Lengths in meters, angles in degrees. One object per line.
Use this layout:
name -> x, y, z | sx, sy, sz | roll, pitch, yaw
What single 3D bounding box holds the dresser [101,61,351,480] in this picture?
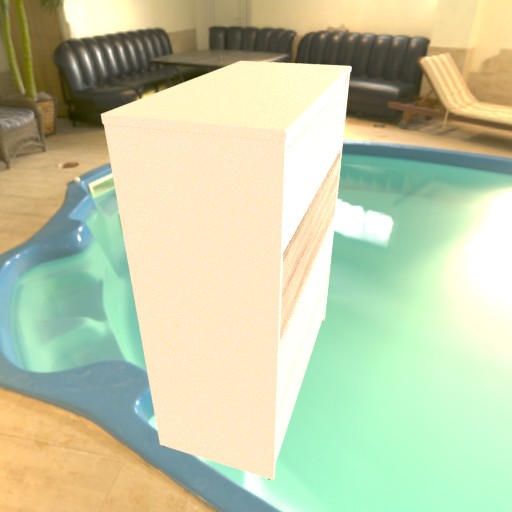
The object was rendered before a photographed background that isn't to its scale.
dresser -> 0.000, 0.000, 1.419 | 0.380, 1.040, 0.800 | 10, 32, 16
